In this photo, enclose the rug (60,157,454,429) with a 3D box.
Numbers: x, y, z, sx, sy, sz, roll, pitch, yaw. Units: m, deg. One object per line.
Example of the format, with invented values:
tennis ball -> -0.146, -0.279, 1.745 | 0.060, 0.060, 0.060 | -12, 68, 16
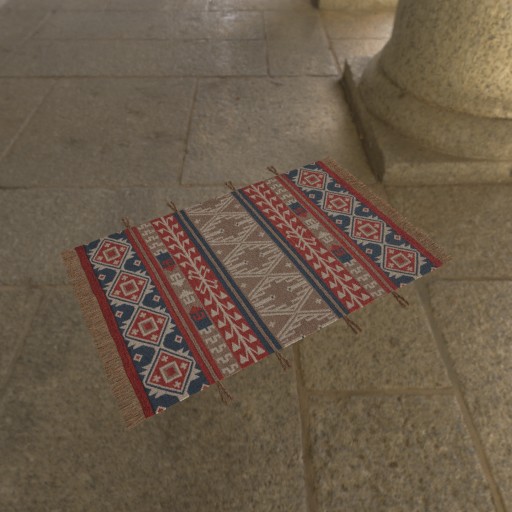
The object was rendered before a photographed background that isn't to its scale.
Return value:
rug -> 0.000, 0.000, 3.179 | 2.450, 0.048, 1.778 | -23, 50, -20
